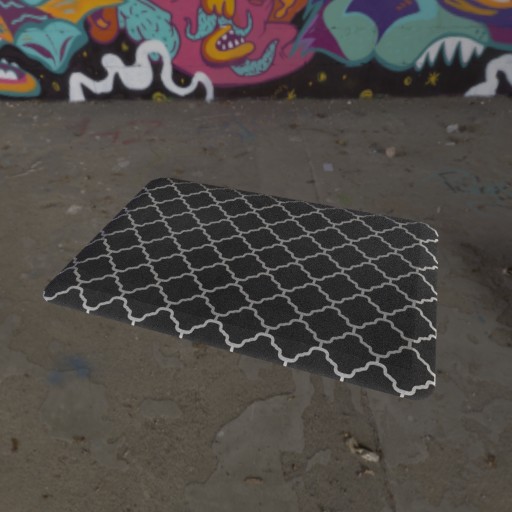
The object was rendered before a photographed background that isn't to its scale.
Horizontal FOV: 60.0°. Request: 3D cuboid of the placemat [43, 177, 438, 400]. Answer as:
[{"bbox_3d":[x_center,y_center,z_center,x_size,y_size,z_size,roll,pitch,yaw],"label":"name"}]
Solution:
[{"bbox_3d":[0.000,0.000,0.973,0.762,0.021,0.508,12,42,14],"label":"placemat"}]
